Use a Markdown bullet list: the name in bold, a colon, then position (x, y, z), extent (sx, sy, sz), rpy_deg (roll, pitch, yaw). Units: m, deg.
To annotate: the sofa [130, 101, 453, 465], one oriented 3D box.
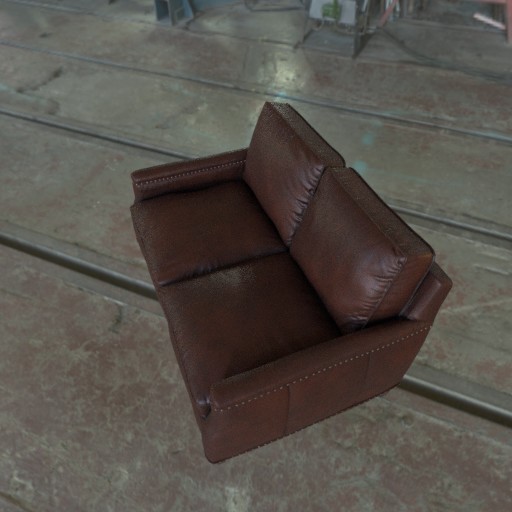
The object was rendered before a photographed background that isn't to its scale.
- **sofa**: position (0.000, 0.000, 2.319), extent (1.083, 1.003, 1.628), rpy_deg (-16, 48, -15)
